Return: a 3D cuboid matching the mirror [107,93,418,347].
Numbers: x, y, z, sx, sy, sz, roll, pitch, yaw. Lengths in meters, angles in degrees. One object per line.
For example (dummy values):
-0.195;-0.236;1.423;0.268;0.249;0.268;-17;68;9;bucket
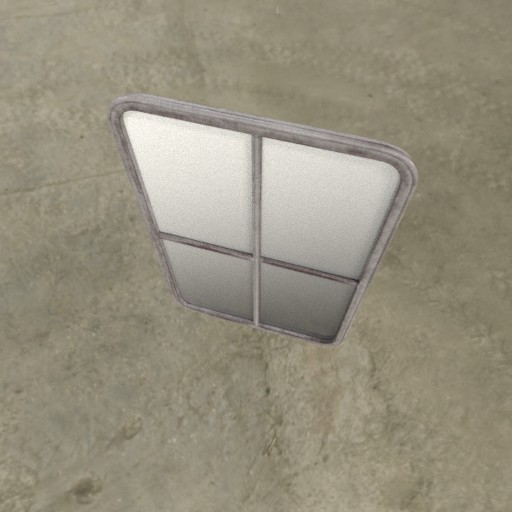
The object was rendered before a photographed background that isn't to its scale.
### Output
0.000;0.000;0.896;0.461;0.713;0.024;14;60;8;mirror
